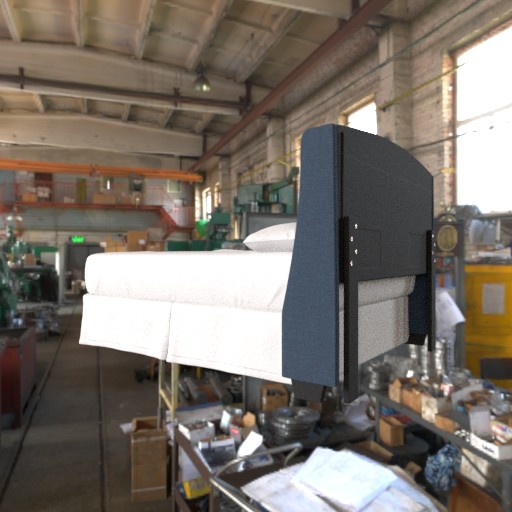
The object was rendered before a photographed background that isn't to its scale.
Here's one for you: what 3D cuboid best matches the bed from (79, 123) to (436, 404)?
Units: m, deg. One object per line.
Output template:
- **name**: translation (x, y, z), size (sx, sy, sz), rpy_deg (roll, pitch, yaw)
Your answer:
- **bed**: translation (0.000, 0.000, 3.391), size (2.237, 1.407, 1.710), rpy_deg (0, 0, 37)
